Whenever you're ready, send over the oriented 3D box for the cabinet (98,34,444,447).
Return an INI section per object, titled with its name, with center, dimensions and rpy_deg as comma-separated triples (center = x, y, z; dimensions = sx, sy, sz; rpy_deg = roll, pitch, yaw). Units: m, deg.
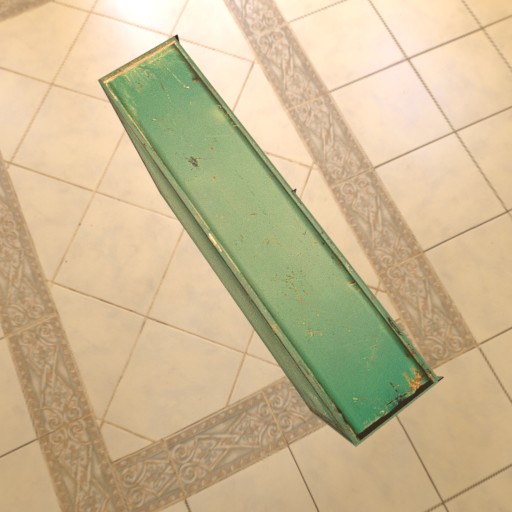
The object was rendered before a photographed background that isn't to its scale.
[cabinet]
center = 0.000, 0.000, 3.983
dimensions = 0.680, 2.160, 3.001
rpy_deg = -34, 78, -8
